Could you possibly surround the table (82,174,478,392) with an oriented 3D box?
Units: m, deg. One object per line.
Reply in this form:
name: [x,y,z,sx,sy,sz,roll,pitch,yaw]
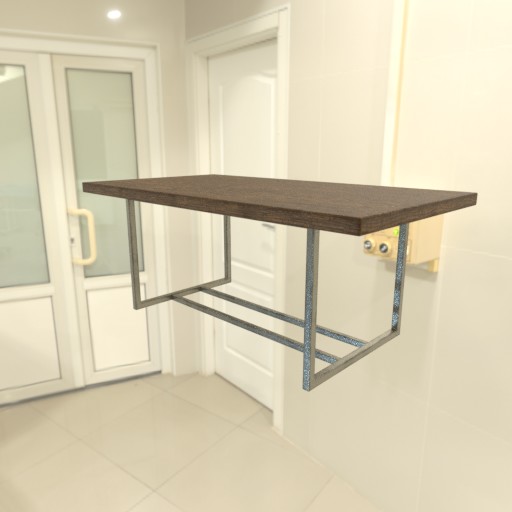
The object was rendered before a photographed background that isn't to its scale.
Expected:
table: [0.000,0.000,2.567,1.989,0.795,1.078,13,19,43]
